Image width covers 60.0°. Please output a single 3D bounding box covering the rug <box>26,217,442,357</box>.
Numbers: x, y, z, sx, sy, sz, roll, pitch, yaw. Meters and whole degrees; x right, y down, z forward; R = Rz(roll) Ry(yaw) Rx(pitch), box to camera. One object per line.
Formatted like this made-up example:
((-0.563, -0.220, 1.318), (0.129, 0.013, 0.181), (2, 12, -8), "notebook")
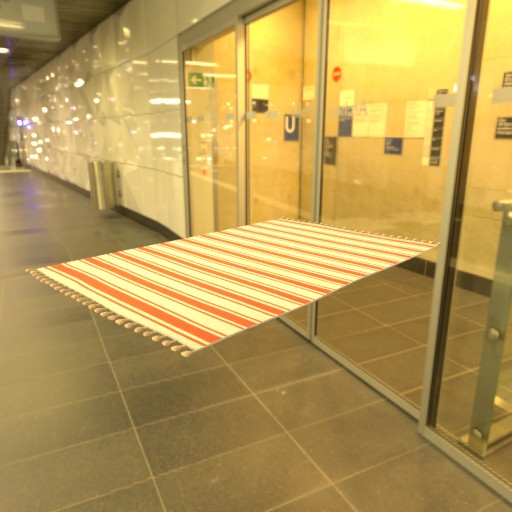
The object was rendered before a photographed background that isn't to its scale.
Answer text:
((0.000, 0.000, 2.991), (1.556, 0.022, 2.433), (14, 21, 42), "rug")
